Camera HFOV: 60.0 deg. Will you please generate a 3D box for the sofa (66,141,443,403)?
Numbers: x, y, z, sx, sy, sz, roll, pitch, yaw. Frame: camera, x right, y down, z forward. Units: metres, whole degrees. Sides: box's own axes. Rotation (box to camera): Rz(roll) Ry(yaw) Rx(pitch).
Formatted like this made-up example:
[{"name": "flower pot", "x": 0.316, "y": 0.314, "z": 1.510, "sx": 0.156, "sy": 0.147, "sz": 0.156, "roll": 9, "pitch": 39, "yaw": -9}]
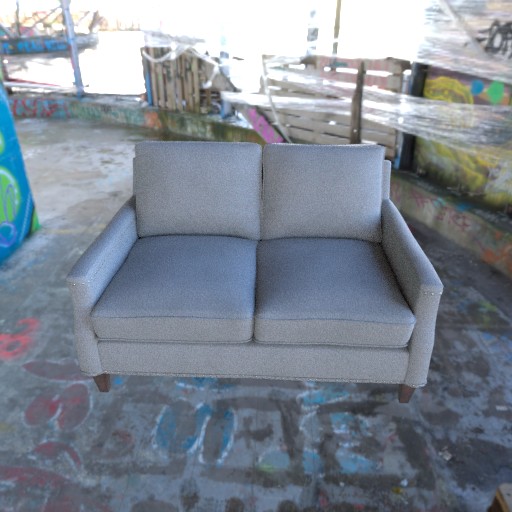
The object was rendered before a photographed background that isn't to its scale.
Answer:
[{"name": "sofa", "x": 0.000, "y": 0.000, "z": 2.303, "sx": 1.597, "sy": 1.003, "sz": 1.084, "roll": 1, "pitch": 30, "yaw": 2}]
